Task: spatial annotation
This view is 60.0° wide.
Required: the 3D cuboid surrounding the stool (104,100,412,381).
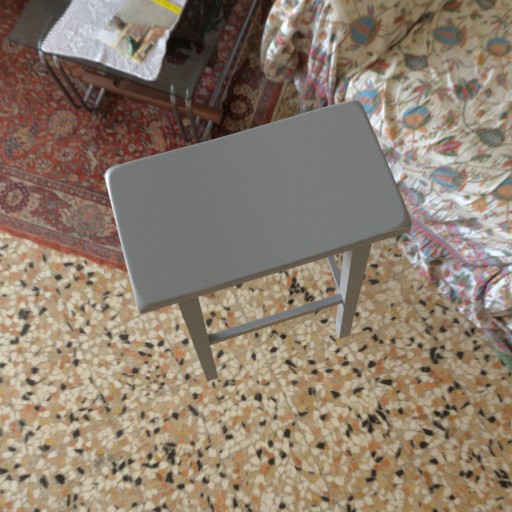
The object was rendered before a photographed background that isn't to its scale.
[{"bbox_3d":[0.000,0.000,1.057,0.457,0.737,0.476,-17,76,-4],"label":"stool"}]
